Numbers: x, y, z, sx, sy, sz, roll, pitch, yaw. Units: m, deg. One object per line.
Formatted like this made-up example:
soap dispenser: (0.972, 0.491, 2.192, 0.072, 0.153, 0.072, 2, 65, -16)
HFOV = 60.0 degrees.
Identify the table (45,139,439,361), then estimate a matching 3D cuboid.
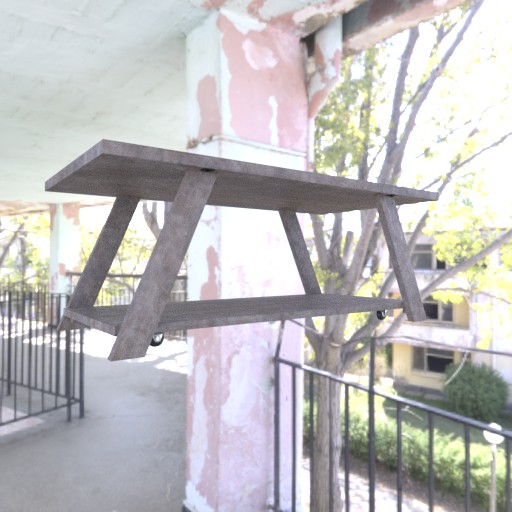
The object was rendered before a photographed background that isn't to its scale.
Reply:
table: (0.000, 0.000, 1.518, 1.219, 0.470, 0.610, 1, -1, -36)
